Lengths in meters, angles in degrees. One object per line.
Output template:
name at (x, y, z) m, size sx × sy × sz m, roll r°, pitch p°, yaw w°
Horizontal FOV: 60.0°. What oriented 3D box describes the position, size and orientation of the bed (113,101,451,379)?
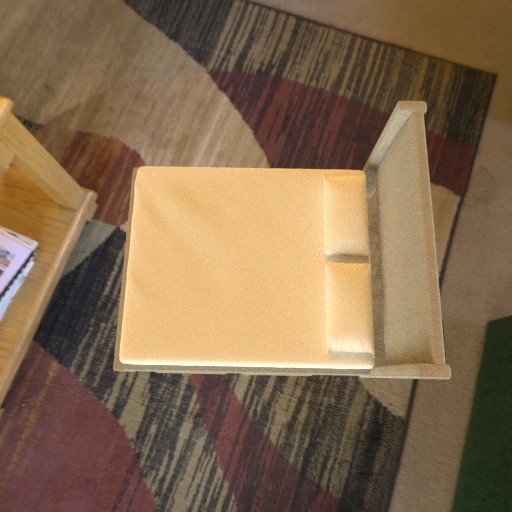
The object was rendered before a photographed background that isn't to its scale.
bed at (0.000, 0.000, 3.415) m, size 2.222 × 1.491 × 1.774 m, roll 1°, pitch 75°, yaw 0°
